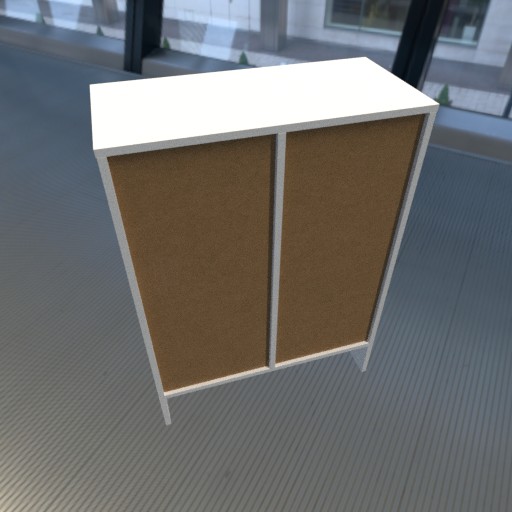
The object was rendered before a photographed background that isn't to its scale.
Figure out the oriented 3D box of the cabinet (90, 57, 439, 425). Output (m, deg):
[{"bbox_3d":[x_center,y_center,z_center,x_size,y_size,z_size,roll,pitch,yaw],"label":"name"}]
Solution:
[{"bbox_3d":[0.000,0.000,1.104,0.600,0.815,0.296,-11,42,-13],"label":"cabinet"}]
